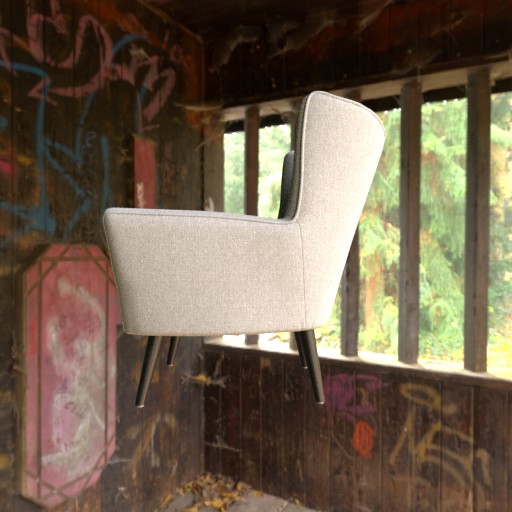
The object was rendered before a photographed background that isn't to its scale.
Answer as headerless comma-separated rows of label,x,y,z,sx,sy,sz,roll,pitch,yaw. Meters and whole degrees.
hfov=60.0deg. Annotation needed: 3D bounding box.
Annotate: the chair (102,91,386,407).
chair,0.000,0.000,1.623,0.888,0.933,0.781,0,1,0
